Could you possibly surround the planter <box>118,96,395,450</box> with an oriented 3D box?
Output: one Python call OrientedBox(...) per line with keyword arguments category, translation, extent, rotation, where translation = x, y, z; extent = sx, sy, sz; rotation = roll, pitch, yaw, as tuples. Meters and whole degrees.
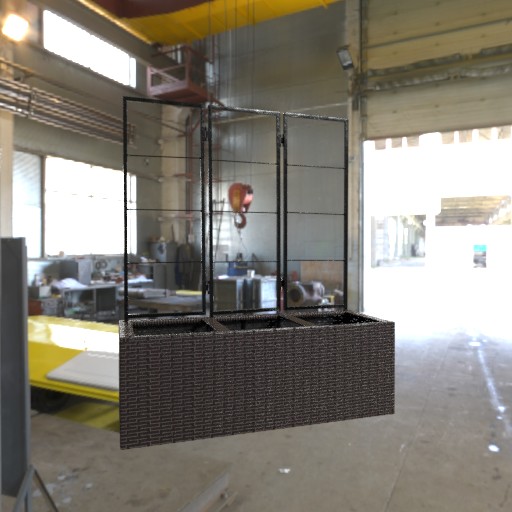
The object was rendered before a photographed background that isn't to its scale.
OrientedBox(category="planter", translation=(0.000, 0.000, 1.178), extent=(0.699, 0.841, 0.244), rotation=(0, 1, -18))
